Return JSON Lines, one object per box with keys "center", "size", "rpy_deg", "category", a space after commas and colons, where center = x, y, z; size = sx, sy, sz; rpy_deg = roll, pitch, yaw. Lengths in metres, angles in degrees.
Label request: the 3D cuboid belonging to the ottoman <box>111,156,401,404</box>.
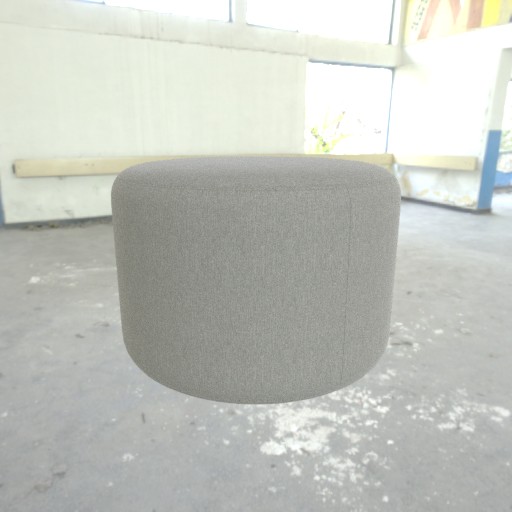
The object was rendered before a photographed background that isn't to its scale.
{"center": [0.000, 0.000, 1.010], "size": [0.608, 0.433, 0.608], "rpy_deg": [0, 15, 0], "category": "ottoman"}
